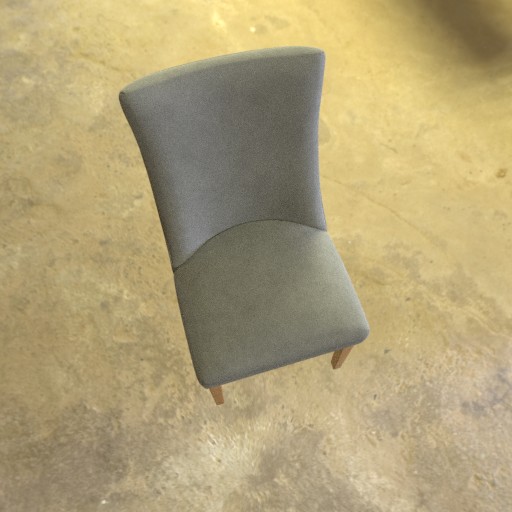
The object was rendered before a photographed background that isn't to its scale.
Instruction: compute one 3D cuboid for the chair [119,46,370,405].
[{"bbox_3d":[0.000,0.000,1.267,0.495,0.902,0.610,-15,64,-7],"label":"chair"}]
